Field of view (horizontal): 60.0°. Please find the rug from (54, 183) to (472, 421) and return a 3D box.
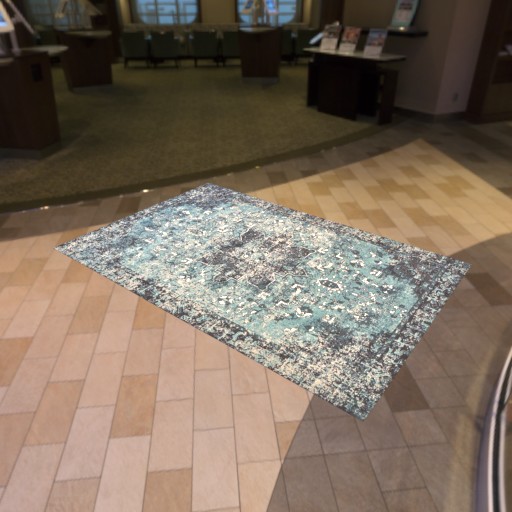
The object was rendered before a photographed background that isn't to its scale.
[{"bbox_3d":[0.000,0.000,2.318,1.828,0.005,1.219,22,37,32],"label":"rug"}]
